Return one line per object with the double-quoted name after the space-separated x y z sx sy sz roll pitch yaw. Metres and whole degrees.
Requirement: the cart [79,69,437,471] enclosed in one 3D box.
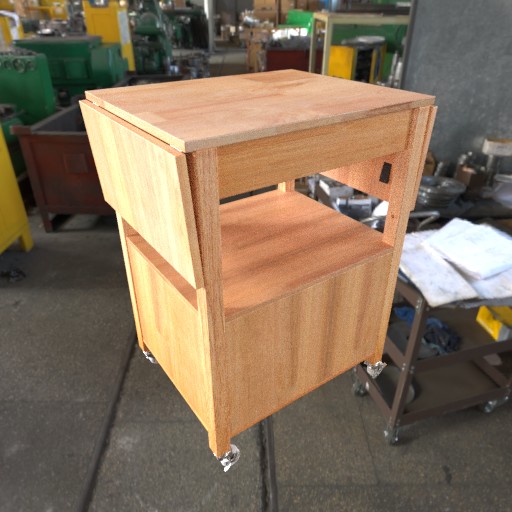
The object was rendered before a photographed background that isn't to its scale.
0.000 0.000 1.200 0.640 0.838 0.508 -20 36 -30 "cart"
